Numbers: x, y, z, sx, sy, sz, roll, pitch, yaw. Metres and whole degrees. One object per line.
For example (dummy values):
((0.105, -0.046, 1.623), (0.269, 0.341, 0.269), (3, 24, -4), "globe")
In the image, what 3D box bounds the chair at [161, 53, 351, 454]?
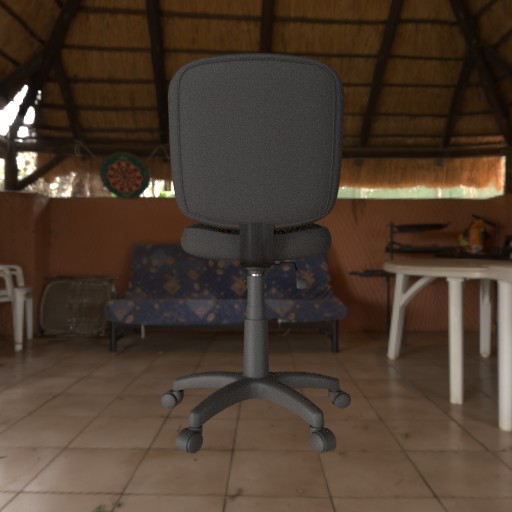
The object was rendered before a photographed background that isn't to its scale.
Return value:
((0.000, 0.000, 1.343), (0.610, 0.972, 0.610), (0, 0, 0), "chair")
